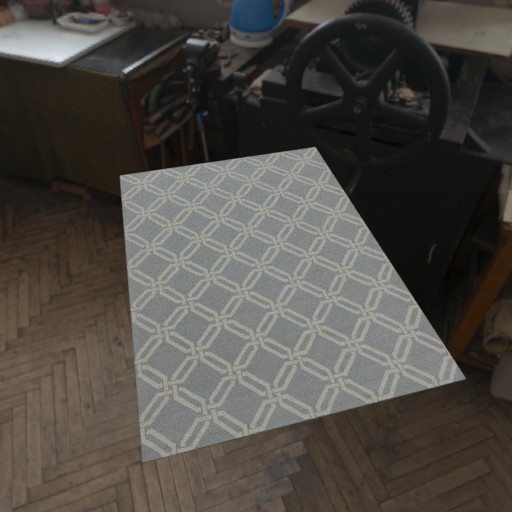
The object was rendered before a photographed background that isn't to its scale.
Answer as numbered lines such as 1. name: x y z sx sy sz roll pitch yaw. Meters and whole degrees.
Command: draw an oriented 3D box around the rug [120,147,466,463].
1. rug: 0.000 0.000 4.300 2.438 0.013 3.353 -11 47 -10
